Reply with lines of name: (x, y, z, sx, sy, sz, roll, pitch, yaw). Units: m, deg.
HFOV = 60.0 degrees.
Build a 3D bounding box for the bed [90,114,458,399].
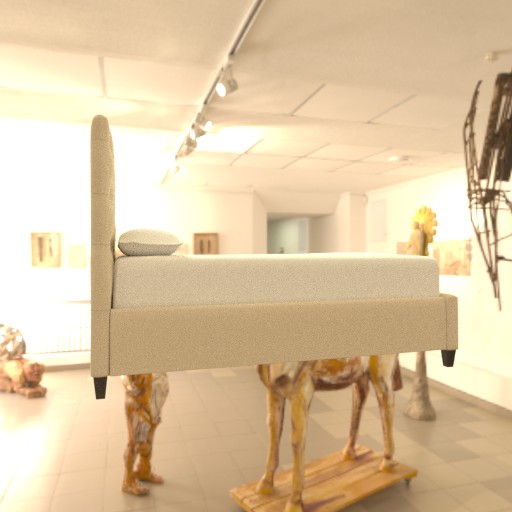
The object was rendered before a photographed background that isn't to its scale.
bed: (0.000, 0.000, 3.315, 2.233, 1.426, 1.696, 0, 0, -17)
